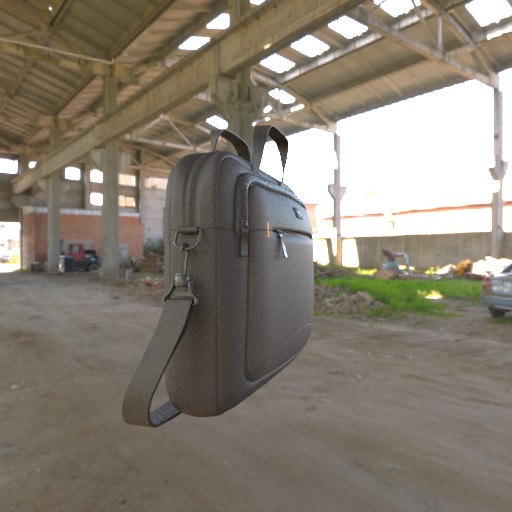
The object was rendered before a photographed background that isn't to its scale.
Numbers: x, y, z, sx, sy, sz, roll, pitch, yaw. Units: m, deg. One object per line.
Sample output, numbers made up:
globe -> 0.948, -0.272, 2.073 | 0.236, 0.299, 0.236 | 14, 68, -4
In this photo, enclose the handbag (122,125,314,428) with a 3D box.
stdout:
handbag -> 0.000, 0.000, 0.584 | 0.126, 0.330, 0.429 | 0, 0, 19
